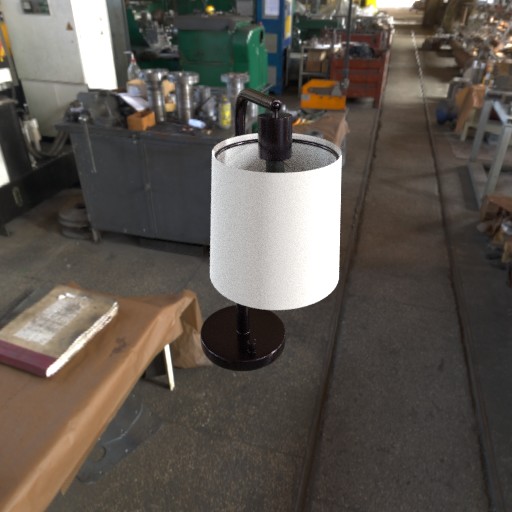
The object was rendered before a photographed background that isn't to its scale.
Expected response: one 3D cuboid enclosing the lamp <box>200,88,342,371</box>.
[{"bbox_3d":[0.000,0.000,0.673,0.171,0.489,0.333,-9,33,-15],"label":"lamp"}]
